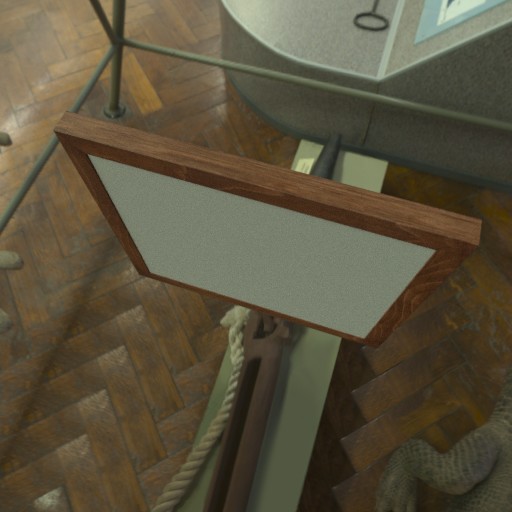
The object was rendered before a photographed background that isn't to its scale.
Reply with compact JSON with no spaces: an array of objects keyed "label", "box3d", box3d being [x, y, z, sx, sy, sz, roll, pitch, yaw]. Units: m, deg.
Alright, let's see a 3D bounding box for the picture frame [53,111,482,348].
[{"label":"picture frame","box3d":[0.000,0.000,0.531,0.381,0.330,0.025,16,65,8]}]
